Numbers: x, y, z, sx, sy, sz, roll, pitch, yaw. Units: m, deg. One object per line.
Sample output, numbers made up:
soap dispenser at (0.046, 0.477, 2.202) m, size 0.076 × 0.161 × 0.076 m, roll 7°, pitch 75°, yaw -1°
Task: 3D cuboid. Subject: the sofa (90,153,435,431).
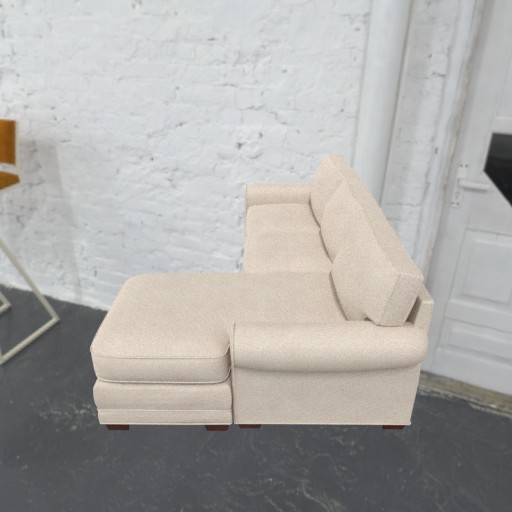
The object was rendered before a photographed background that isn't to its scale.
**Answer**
sofa at (0.000, 0.000, 2.321) m, size 1.226 × 0.734 × 1.770 m, roll 0°, pitch 27°, yaw 0°
